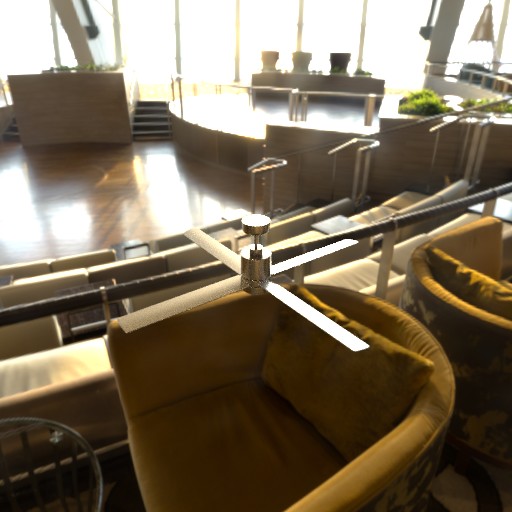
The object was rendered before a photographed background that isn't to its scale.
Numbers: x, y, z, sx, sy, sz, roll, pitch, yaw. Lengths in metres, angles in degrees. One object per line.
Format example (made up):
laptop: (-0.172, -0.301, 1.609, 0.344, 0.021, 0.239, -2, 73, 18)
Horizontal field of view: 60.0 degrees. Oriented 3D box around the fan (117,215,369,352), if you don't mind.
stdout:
fan: (0.000, 0.000, 2.039, 1.322, 0.355, 1.322, -19, 33, -32)
